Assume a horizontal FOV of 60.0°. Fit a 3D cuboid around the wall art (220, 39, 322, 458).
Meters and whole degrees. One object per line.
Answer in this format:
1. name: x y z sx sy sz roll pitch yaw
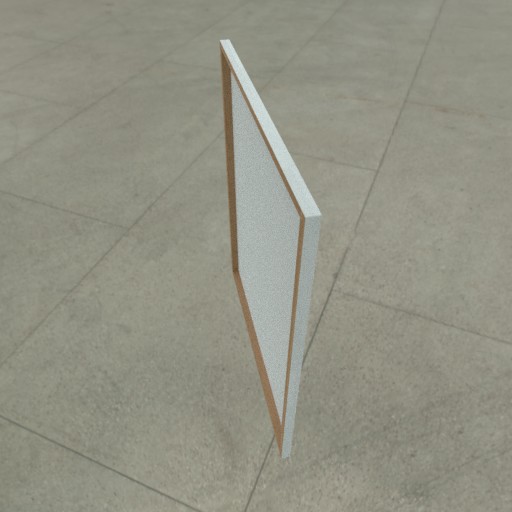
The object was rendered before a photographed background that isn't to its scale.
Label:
1. wall art: 0.000 0.000 0.981 0.021 0.710 0.609 -9 45 -9
